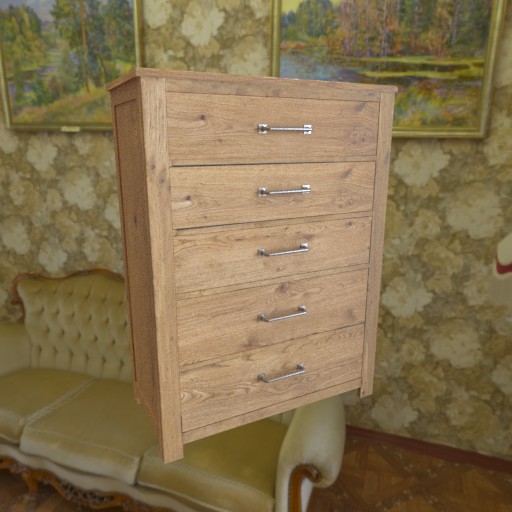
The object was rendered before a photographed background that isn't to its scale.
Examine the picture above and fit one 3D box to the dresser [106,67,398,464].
[{"bbox_3d":[0.000,0.000,1.975,1.081,1.431,0.558,-8,17,-27],"label":"dresser"}]
